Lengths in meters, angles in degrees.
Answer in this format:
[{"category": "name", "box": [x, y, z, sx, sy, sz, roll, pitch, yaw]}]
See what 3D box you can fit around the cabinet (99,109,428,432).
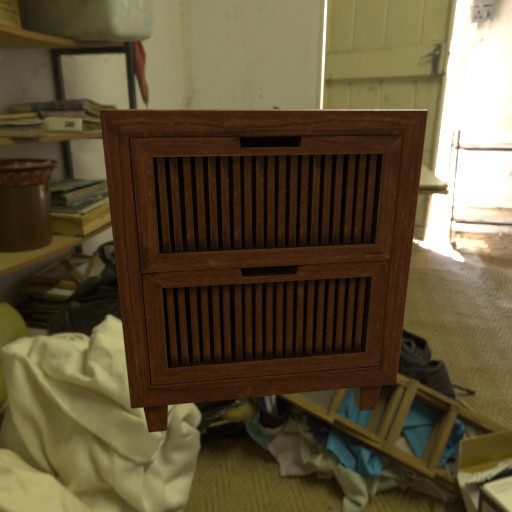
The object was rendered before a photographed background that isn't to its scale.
[{"category": "cabinet", "box": [0.000, 0.000, 1.105, 0.607, 0.695, 0.410, -3, 19, -8]}]
